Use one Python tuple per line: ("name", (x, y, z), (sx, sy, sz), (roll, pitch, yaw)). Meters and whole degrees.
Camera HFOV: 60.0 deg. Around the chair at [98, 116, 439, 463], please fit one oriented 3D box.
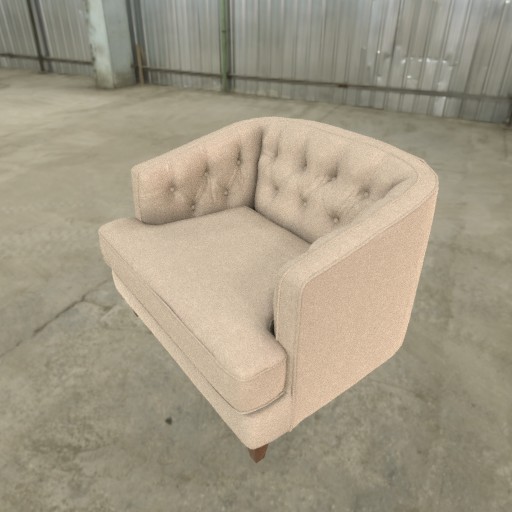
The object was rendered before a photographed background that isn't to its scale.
("chair", (0.000, 0.000, 1.767), (0.941, 0.852, 1.104), (-21, 38, -31))
